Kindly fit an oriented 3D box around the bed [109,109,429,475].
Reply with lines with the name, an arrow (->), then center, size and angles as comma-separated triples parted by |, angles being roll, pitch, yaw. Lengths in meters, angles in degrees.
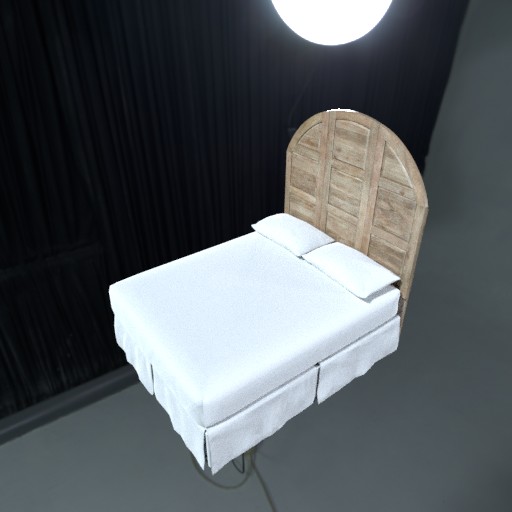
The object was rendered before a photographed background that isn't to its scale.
bed -> 0.000, 0.000, 3.618 | 2.112, 2.002, 1.713 | -22, 38, -30
